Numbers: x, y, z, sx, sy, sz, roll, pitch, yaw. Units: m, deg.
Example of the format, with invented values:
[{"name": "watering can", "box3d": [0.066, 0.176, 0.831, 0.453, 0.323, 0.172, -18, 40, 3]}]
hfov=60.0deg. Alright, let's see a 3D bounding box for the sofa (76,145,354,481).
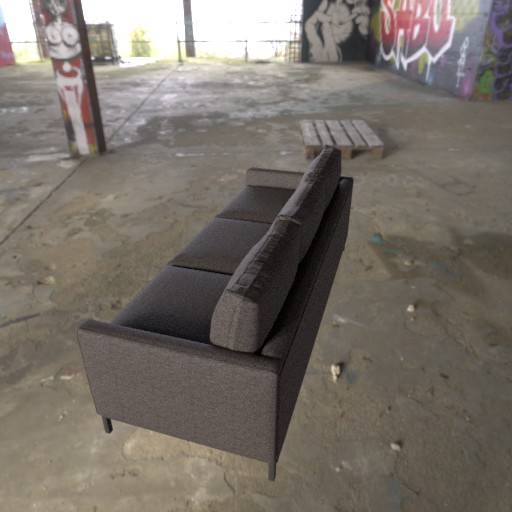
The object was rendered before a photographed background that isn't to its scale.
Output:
[{"name": "sofa", "box3d": [0.000, 0.000, 2.672, 0.876, 0.882, 2.253, 9, 30, 15]}]
